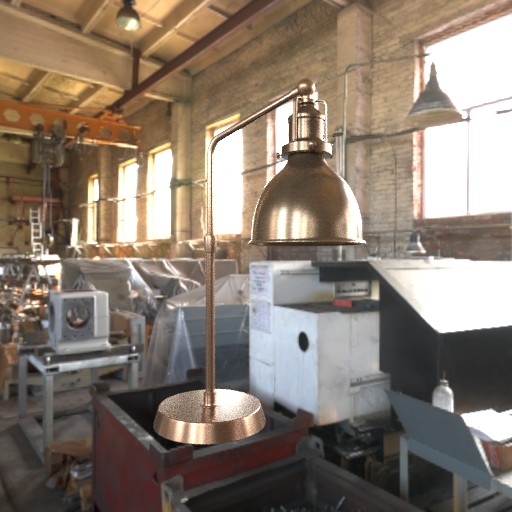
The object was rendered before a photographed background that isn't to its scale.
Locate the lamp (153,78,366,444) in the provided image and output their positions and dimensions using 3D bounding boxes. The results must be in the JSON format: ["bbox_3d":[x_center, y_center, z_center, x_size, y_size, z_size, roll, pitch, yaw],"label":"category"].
[{"bbox_3d":[0.000,0.000,0.592,0.286,0.456,0.153,0,0,18],"label":"lamp"}]
